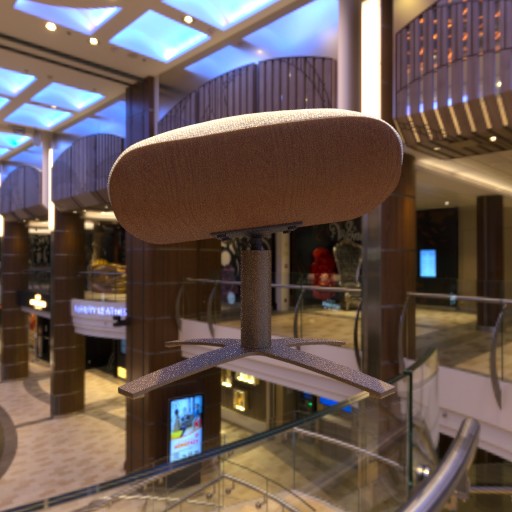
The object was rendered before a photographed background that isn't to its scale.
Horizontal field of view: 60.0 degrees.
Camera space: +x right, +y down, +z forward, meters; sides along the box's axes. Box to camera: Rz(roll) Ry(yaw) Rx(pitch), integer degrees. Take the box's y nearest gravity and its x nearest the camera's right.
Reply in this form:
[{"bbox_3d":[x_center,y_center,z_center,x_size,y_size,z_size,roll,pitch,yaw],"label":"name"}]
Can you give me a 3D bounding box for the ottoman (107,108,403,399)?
[{"bbox_3d":[0.000,0.000,0.798,0.394,0.391,0.520,0,0,0],"label":"ottoman"}]
